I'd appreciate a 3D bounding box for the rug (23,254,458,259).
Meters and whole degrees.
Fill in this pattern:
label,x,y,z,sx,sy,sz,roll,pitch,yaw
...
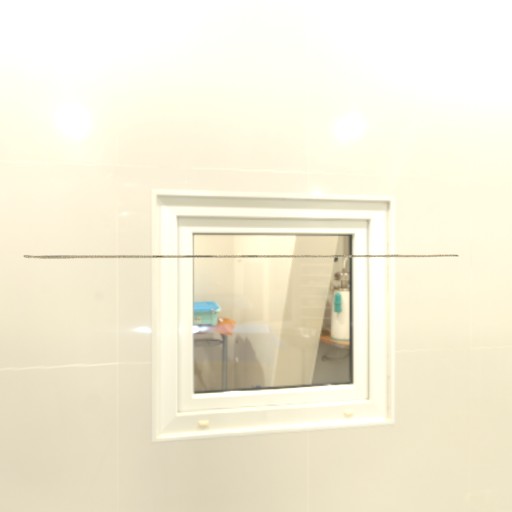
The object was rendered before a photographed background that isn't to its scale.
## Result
label,x,y,z,sx,sy,sz,roll,pitch,yaw
rug,0.000,0.000,2.554,2.301,0.017,0.692,0,0,-19
